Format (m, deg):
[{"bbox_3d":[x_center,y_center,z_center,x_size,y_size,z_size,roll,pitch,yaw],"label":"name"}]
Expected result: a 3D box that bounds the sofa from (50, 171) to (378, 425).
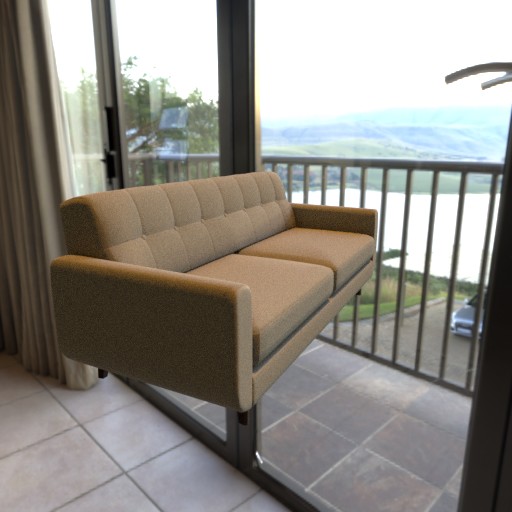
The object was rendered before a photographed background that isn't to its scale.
[{"bbox_3d":[0.000,0.000,2.631,0.980,0.892,2.137,7,16,27],"label":"sofa"}]
